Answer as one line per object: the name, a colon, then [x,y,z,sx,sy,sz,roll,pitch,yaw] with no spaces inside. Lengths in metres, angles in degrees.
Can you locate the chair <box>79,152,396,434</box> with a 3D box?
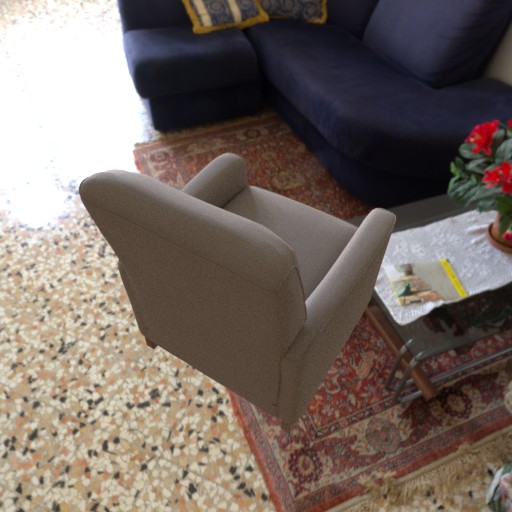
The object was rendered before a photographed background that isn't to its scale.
chair: [0.000,0.000,1.716,0.845,1.023,0.859,25,52,21]
